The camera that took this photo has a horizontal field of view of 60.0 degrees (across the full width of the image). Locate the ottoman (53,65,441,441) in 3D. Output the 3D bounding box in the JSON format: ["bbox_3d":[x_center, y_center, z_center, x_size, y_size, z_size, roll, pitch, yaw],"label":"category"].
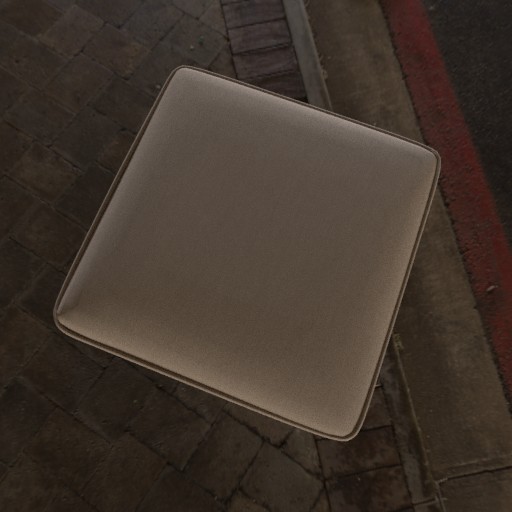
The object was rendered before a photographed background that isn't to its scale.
[{"bbox_3d":[0.000,0.000,1.029,0.613,0.438,0.616,21,77,5],"label":"ottoman"}]
